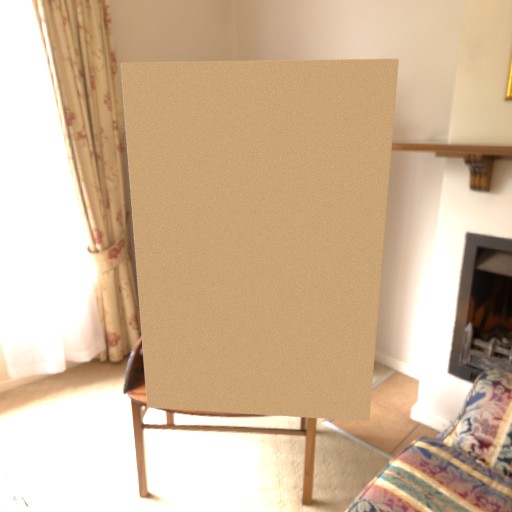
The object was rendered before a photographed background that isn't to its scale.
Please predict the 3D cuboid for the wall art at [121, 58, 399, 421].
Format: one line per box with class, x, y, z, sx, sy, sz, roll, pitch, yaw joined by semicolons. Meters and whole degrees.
wall art;0.000;0.000;1.458;0.808;1.183;0.038;2;16;6
